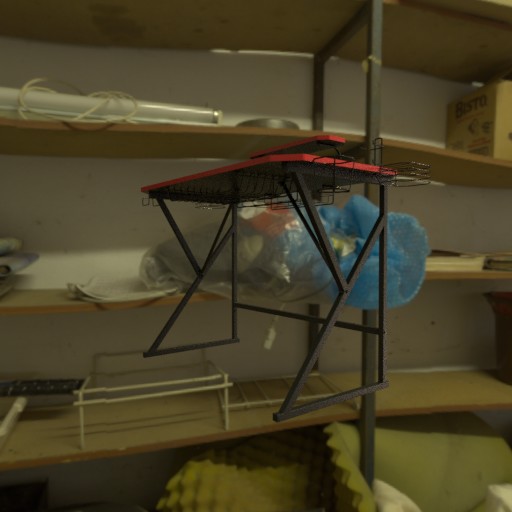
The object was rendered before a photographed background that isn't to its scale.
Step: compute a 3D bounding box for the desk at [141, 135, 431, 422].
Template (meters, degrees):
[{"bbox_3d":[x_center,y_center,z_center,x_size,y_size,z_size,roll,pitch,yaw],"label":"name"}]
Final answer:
[{"bbox_3d":[0.000,0.000,1.770,0.588,0.913,1.280,-1,2,-38],"label":"desk"}]
